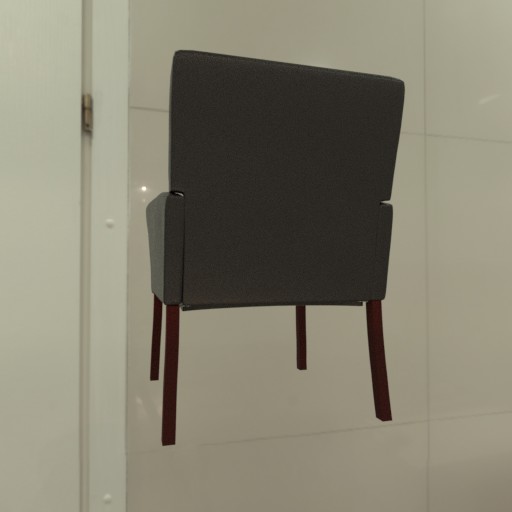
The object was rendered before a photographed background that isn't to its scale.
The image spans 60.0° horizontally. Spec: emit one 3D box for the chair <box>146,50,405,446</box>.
[{"bbox_3d":[0.000,0.000,1.465,0.683,0.951,0.772,0,-1,-16],"label":"chair"}]
